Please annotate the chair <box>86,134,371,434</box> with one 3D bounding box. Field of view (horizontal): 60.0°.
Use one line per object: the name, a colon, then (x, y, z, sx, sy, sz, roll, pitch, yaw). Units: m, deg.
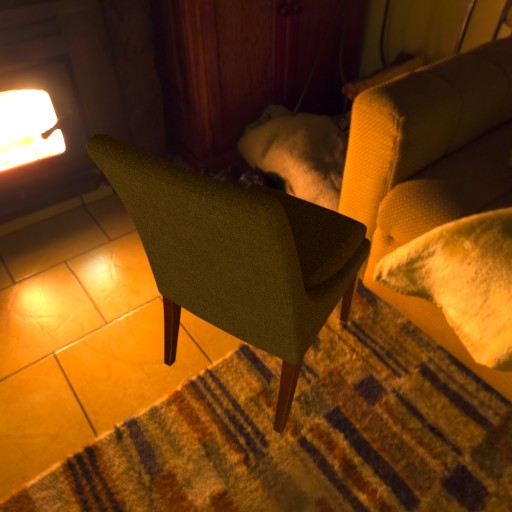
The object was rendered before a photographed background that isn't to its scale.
chair: (0.000, 0.000, 1.329, 0.508, 0.952, 0.655, 24, 49, 23)
